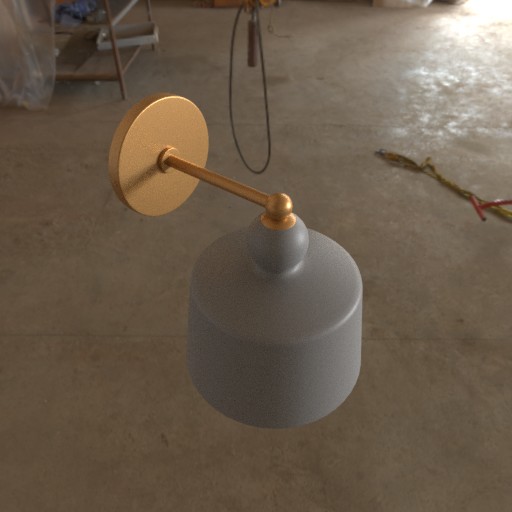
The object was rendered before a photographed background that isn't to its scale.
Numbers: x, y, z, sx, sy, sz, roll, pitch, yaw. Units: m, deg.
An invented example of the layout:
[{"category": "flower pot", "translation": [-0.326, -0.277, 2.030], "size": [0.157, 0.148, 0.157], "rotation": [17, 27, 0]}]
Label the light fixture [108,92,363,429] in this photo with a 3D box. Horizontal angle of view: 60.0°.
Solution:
[{"category": "light fixture", "translation": [0.000, 0.000, 0.448], "size": [0.254, 0.268, 0.204], "rotation": [27, 48, 27]}]
